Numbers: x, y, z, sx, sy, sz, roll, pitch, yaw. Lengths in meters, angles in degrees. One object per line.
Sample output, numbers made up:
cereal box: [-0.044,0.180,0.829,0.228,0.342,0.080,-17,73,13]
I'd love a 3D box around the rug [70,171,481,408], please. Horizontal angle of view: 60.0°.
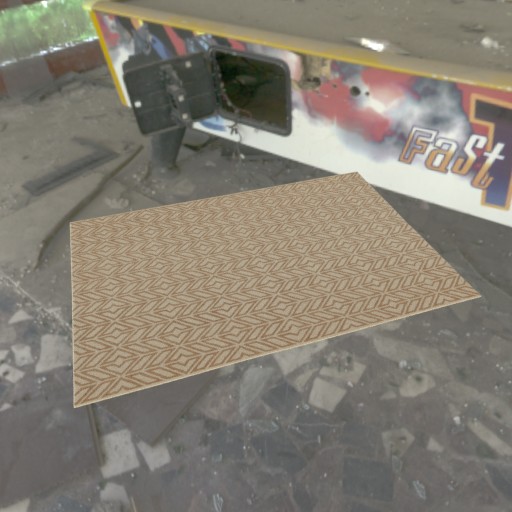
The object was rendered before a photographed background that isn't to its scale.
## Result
rug: [0.000,0.000,2.303,1.828,0.007,1.220,-12,42,-14]
